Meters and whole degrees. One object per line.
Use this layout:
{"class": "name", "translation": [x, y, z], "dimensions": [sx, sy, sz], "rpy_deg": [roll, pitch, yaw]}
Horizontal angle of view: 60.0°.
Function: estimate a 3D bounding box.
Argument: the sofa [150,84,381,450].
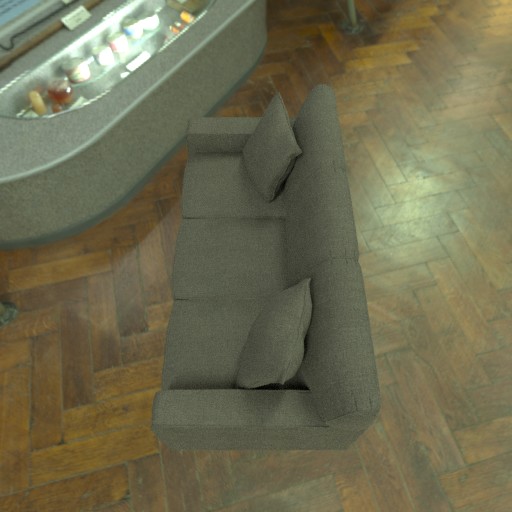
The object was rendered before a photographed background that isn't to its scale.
{"class": "sofa", "translation": [0.000, 0.000, 2.589], "dimensions": [0.997, 0.958, 2.024], "rpy_deg": [0, 57, 0]}
